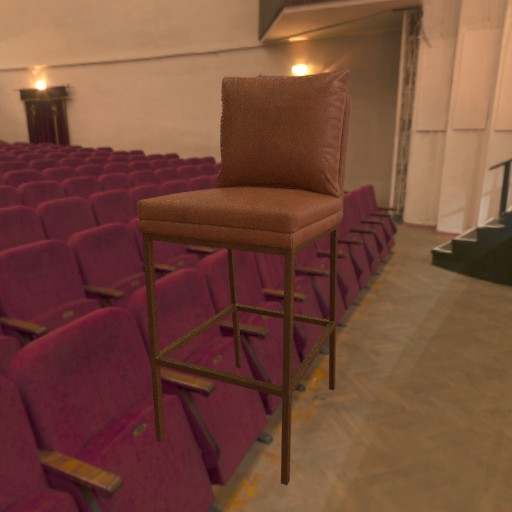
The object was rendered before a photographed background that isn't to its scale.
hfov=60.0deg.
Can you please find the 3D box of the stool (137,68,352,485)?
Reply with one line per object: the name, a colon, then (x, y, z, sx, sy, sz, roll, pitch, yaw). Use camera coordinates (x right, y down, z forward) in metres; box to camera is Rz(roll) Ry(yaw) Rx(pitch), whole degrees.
stool: (0.000, 0.000, 1.401, 0.463, 1.124, 0.571, 7, 16, 24)
